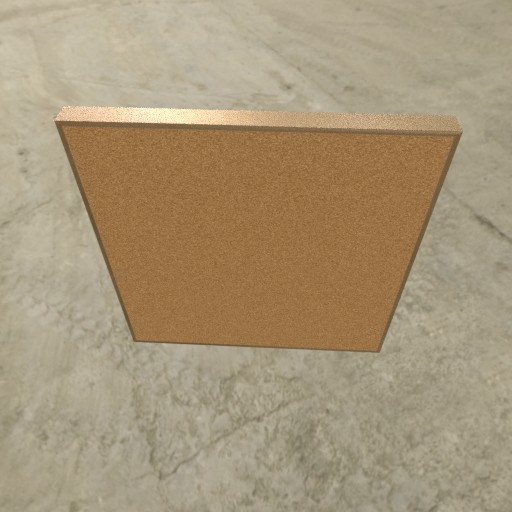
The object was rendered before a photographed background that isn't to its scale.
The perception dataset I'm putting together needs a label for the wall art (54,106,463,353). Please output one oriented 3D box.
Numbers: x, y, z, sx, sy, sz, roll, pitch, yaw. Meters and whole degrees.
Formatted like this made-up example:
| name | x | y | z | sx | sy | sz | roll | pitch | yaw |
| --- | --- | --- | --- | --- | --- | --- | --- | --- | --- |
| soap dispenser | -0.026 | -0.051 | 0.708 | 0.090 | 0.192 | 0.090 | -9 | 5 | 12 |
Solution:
| name | x | y | z | sx | sy | sz | roll | pitch | yaw |
| --- | --- | --- | --- | --- | --- | --- | --- | --- | --- |
| wall art | 0.000 | 0.000 | 0.752 | 0.513 | 0.511 | 0.038 | 2 | 46 | 2 |
